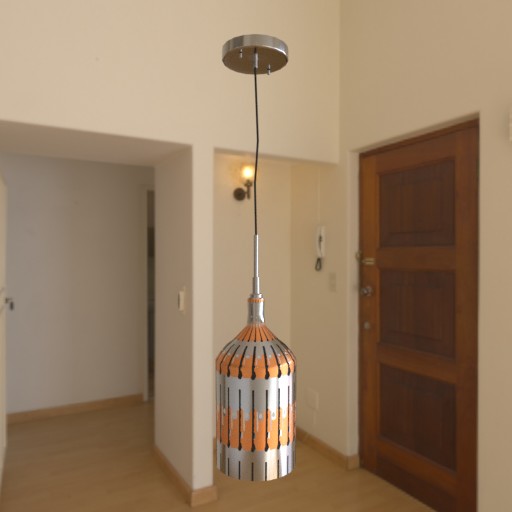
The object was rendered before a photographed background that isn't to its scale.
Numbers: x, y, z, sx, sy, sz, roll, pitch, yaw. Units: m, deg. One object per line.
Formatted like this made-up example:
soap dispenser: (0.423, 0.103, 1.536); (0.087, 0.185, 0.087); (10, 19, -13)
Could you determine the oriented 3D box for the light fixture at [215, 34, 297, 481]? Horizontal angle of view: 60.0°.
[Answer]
light fixture: (0.000, 0.000, 1.658); (0.303, 1.535, 0.303); (0, 0, 0)
